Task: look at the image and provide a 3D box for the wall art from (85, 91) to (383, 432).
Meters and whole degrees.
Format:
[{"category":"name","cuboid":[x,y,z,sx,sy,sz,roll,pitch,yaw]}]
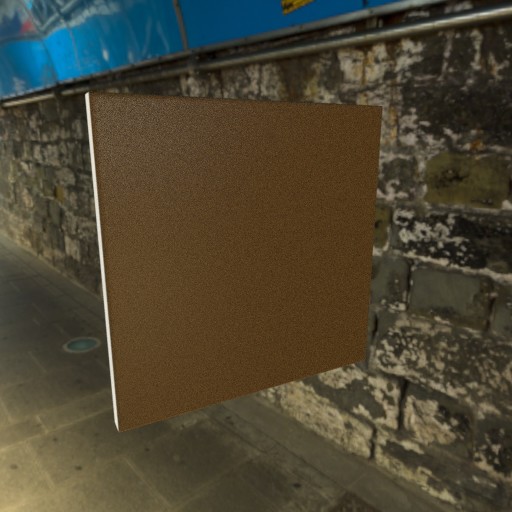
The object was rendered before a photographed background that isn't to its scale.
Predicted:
[{"category":"wall art","cuboid":[0.000,0.000,1.940,1.287,1.288,0.078,-8,16,-27]}]
